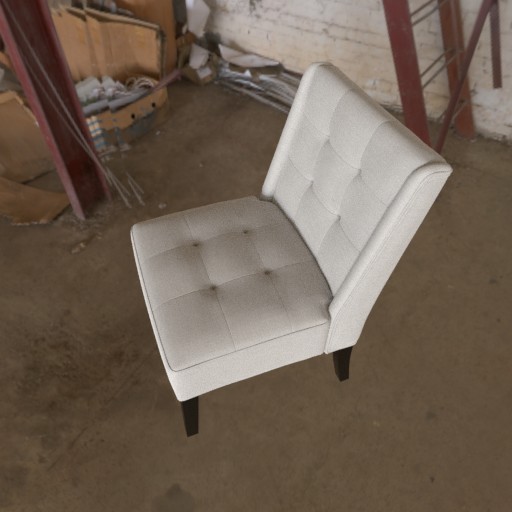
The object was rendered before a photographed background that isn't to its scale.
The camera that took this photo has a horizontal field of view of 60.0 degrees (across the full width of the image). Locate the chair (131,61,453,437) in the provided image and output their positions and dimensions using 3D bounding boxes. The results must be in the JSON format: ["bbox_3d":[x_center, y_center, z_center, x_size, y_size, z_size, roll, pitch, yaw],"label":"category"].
[{"bbox_3d":[0.000,0.000,1.306,0.676,0.853,0.569,-15,49,-14],"label":"chair"}]
